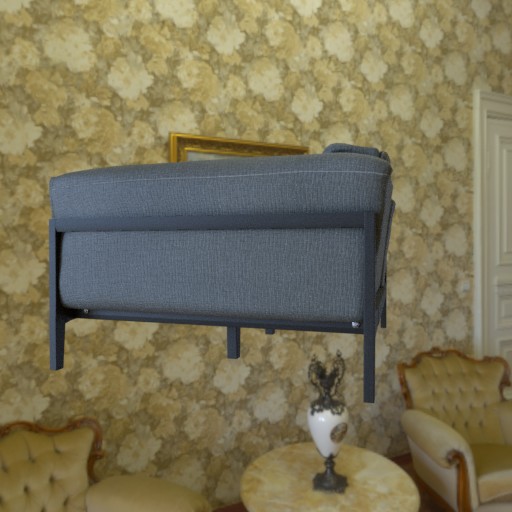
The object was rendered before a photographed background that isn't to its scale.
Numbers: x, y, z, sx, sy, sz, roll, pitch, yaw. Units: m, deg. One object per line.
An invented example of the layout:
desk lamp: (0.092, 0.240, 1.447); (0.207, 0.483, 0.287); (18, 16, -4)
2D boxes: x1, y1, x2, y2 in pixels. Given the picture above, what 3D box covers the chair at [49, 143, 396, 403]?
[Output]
chair: (0.000, 0.000, 1.622); (0.969, 0.646, 1.056); (0, 1, 18)
